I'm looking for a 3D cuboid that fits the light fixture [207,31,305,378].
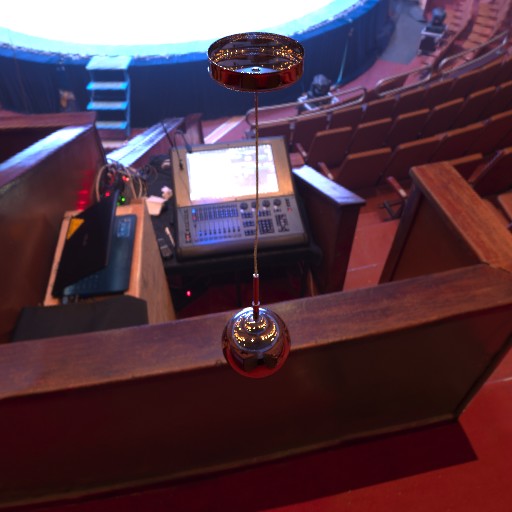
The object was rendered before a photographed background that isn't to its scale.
[{"bbox_3d":[0.000,0.000,1.690,0.336,1.538,0.336,-10,48,-9],"label":"light fixture"}]
